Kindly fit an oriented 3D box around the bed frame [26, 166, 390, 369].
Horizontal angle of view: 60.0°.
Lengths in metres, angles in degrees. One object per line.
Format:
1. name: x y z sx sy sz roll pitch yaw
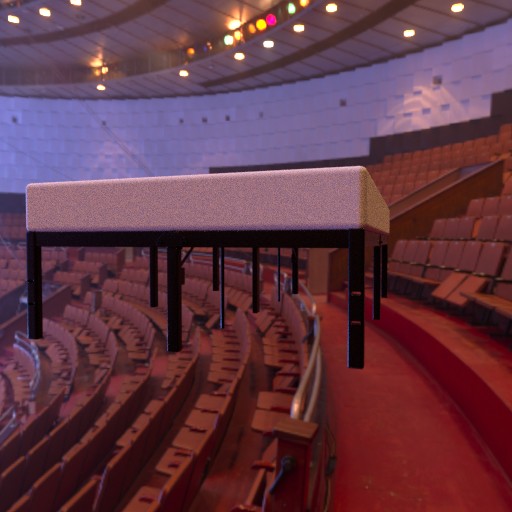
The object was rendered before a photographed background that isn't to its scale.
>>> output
1. bed frame: 0.000 0.000 2.566 1.408 0.659 1.956 1 2 19
